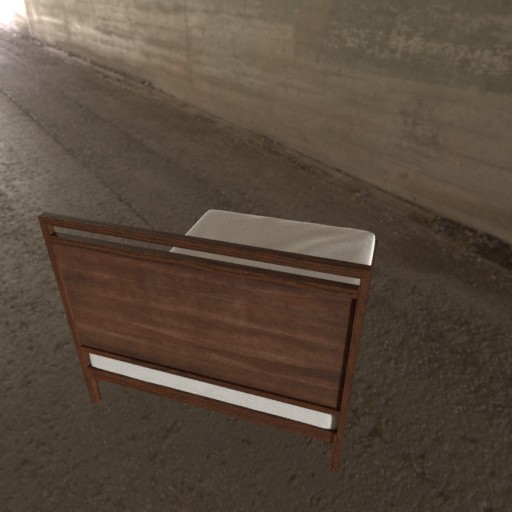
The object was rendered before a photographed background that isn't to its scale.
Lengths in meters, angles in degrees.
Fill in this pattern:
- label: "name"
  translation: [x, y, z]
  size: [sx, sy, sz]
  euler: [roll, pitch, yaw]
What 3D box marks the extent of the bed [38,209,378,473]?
- label: "bed"
  translation: [0.000, 0.000, 3.447]
  size: [1.765, 1.487, 2.218]
  euler: [10, 33, 15]
